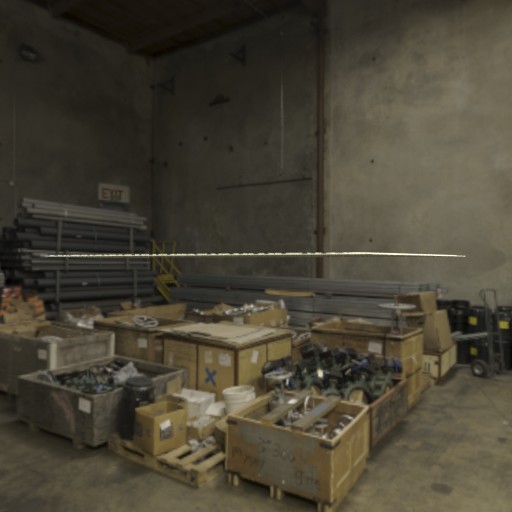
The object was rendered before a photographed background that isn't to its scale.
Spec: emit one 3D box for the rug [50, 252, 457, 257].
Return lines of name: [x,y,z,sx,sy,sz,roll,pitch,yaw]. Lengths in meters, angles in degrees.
rug: [0.000,0.000,2.037,1.556,0.006,1.146,0,-1,36]
